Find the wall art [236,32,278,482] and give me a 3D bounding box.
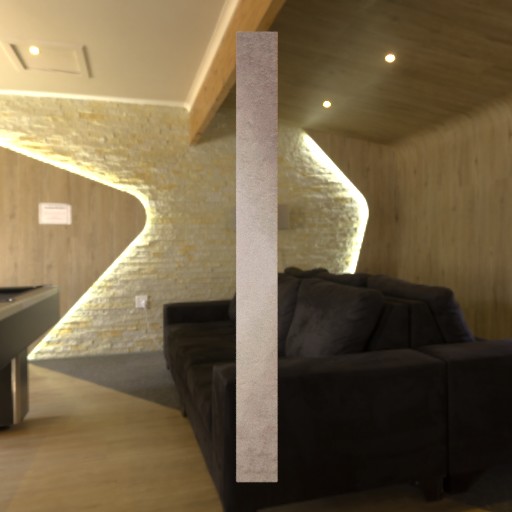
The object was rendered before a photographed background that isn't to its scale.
[{"bbox_3d":[0.000,0.000,0.450,0.028,0.303,0.303,0,0,0],"label":"wall art"}]
